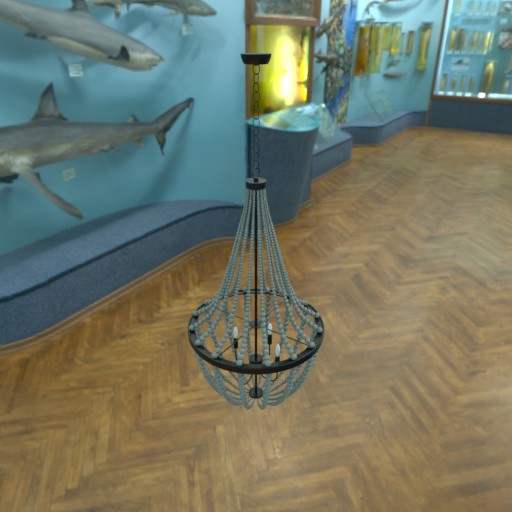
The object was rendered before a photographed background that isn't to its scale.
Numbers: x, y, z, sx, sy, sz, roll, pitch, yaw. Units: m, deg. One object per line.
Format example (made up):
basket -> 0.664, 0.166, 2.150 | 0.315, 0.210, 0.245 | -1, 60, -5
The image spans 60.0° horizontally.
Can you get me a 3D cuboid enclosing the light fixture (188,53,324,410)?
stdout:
light fixture -> 0.000, 0.000, 1.363 | 0.450, 1.133, 0.450 | 0, 27, 0
